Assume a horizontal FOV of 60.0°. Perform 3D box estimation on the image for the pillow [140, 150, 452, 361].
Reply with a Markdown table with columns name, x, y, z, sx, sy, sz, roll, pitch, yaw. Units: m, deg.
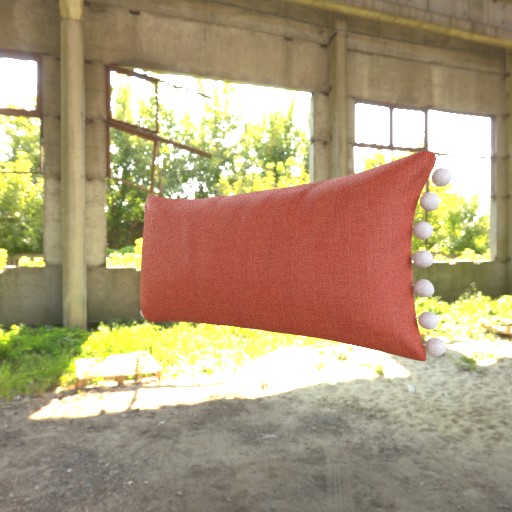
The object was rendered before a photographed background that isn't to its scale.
| name | x | y | z | sx | sy | sz | roll | pitch | yaw |
| --- | --- | --- | --- | --- | --- | --- | --- | --- | --- |
| pillow | 0.000 | 0.000 | 0.863 | 0.709 | 0.322 | 0.201 | 0 | 0 | 37 |
